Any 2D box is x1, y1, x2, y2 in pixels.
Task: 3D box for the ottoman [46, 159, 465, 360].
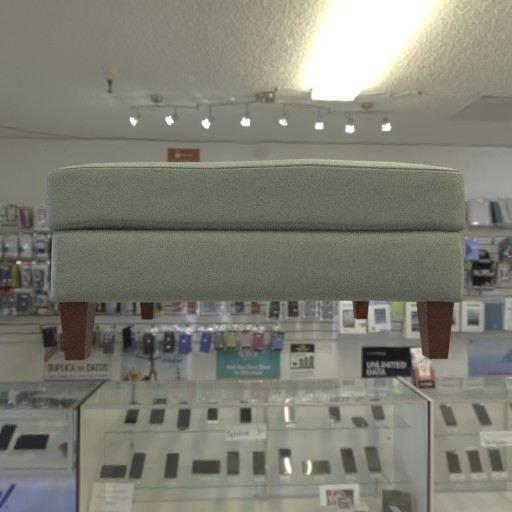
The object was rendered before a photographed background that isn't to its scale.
[{"bbox_3d":[0.000,0.000,1.422,0.991,0.494,0.842,0,-1,-1],"label":"ottoman"}]
